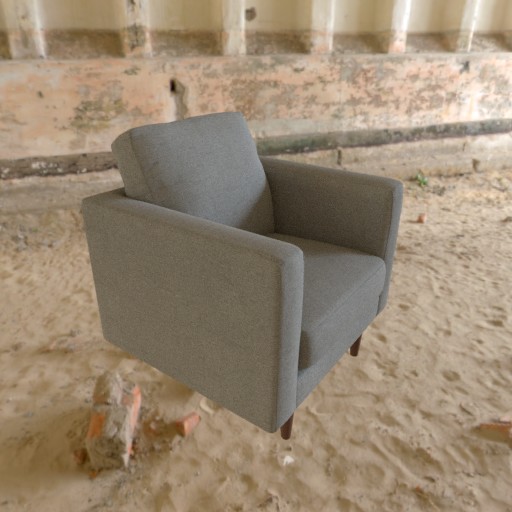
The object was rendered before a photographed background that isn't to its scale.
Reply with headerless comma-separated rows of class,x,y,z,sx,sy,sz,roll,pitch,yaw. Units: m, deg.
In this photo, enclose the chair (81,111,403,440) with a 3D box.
chair,0.000,0.000,1.604,0.800,0.927,0.855,17,30,32
